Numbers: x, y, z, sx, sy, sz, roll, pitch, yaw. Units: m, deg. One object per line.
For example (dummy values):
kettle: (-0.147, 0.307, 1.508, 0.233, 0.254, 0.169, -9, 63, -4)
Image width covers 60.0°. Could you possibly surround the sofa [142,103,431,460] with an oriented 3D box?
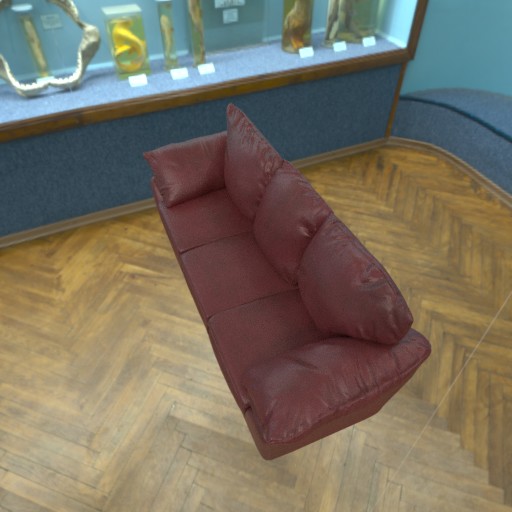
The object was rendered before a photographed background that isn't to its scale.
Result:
sofa: (0.000, 0.000, 2.841, 0.907, 1.091, 2.390, -17, 48, -16)
